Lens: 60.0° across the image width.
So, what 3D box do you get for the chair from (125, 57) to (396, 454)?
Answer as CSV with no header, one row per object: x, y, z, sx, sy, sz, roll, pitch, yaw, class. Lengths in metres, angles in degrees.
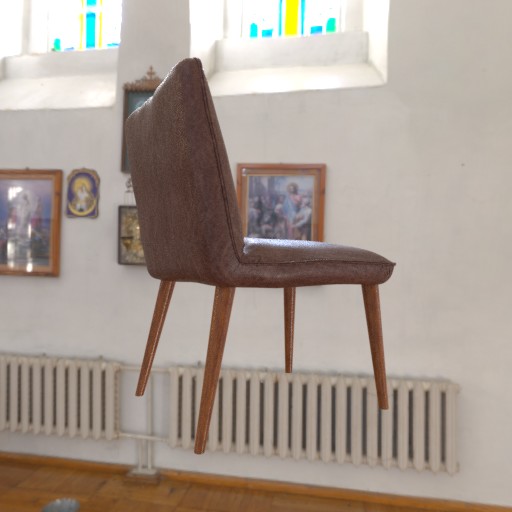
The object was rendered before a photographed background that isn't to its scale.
0.000,0.000,1.218,0.645,0.803,0.543,0,-1,-35,chair
